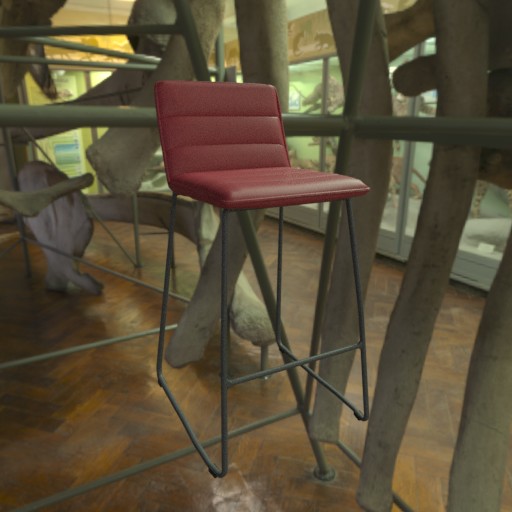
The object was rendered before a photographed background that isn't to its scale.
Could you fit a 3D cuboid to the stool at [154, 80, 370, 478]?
[{"bbox_3d":[0.000,0.000,1.237,0.489,0.937,0.524,-9,20,-26],"label":"stool"}]
